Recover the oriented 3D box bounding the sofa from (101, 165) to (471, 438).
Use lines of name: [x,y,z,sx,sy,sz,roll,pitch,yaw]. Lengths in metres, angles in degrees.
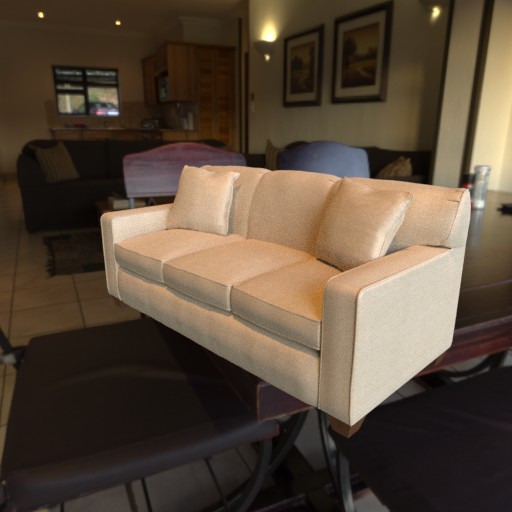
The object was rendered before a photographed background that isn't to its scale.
sofa: [0.000,0.000,2.599,0.997,0.958,2.024,-16,23,-42]
